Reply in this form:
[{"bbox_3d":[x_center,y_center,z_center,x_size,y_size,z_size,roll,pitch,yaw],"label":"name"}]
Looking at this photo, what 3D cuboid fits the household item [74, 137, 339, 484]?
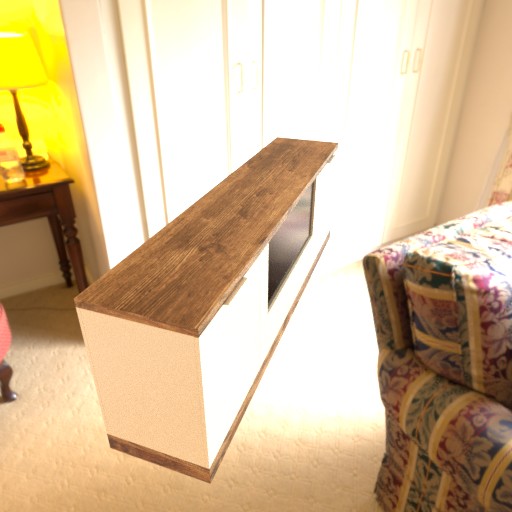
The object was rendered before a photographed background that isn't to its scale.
[{"bbox_3d":[0.000,0.000,2.026,0.390,0.615,1.800,10,31,17],"label":"household item"}]
